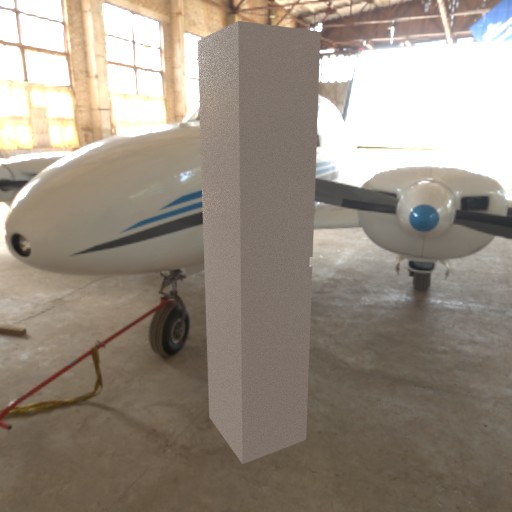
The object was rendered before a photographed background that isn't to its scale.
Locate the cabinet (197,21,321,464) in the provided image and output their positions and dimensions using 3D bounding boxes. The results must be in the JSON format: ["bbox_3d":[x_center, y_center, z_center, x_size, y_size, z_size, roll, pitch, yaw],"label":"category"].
[{"bbox_3d":[0.000,0.000,1.549,0.269,1.400,0.300,-8,18,-27],"label":"cabinet"}]
